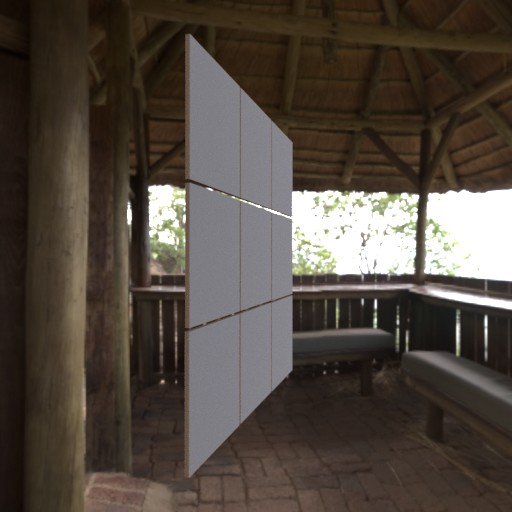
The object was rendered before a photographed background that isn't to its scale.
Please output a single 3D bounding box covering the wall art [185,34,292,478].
[{"bbox_3d":[0.000,0.000,2.243,0.017,1.521,1.527,0,0,18],"label":"wall art"}]
